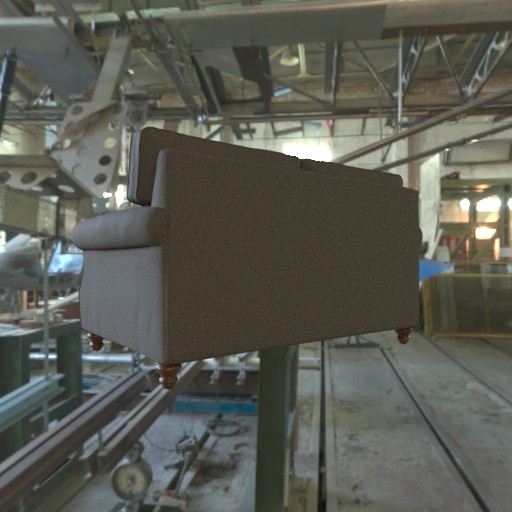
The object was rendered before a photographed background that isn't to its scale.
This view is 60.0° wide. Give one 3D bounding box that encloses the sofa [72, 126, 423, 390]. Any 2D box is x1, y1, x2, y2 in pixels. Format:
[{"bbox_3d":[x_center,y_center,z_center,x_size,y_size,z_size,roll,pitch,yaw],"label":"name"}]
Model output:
[{"bbox_3d":[0.000,0.000,2.282,1.665,0.937,0.964,0,0,-37],"label":"sofa"}]
